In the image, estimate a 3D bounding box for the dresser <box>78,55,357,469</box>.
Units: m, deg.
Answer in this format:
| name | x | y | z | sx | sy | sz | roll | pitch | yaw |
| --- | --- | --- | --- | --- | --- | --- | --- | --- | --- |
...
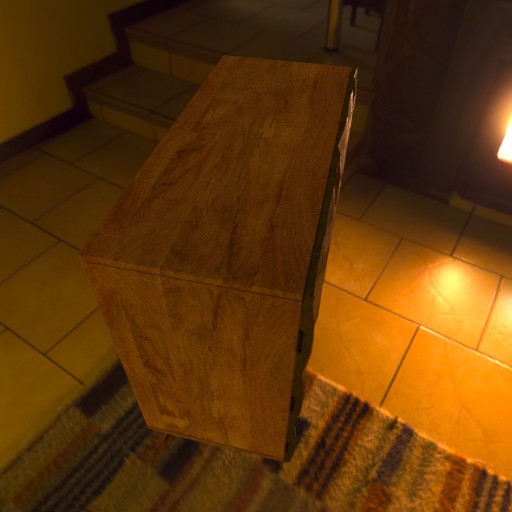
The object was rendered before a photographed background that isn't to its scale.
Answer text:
| name | x | y | z | sx | sy | sz | roll | pitch | yaw |
| --- | --- | --- | --- | --- | --- | --- | --- | --- | --- |
| dresser | 0.000 | 0.000 | 1.406 | 0.446 | 0.847 | 0.967 | 10 | 46 | 9 |
